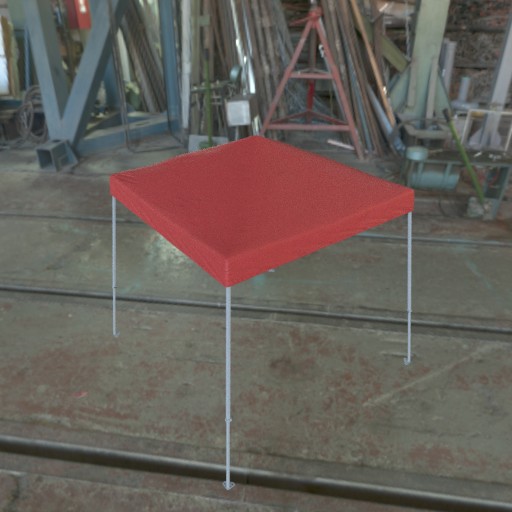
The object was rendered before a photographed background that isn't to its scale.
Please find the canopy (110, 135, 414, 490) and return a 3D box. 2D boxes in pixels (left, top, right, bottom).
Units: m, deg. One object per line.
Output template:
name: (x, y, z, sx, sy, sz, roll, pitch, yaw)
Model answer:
canopy: (0.000, 0.000, 6.612, 3.599, 3.600, 3.600, -21, 36, -31)
